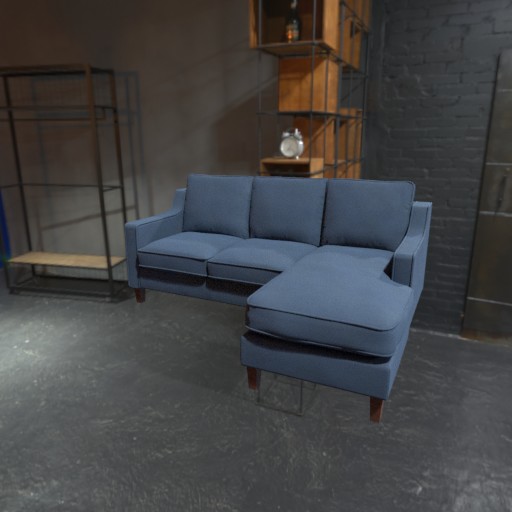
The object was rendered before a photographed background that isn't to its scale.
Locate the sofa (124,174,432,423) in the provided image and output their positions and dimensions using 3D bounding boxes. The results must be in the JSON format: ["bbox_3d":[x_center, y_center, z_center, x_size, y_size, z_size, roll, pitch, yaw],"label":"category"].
[{"bbox_3d":[0.000,0.000,3.306,2.317,1.066,1.858,7,17,25],"label":"sofa"}]
